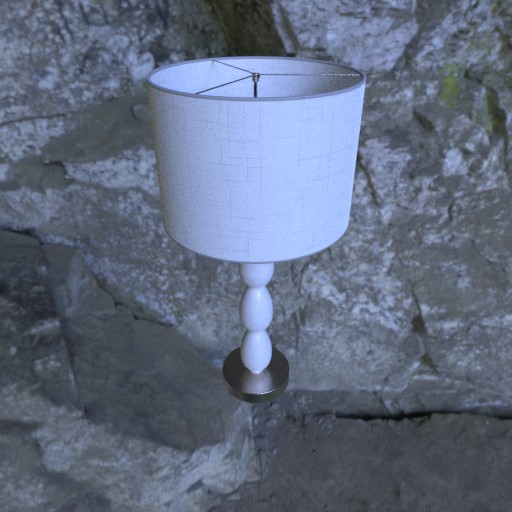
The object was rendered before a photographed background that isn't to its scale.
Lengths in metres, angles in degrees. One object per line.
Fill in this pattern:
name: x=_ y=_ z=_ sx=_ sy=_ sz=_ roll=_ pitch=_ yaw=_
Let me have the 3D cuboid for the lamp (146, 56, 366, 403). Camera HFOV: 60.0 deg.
lamp: x=0.000 y=0.000 z=0.721 sx=0.280 sy=0.559 sz=0.282 roll=0 pitch=32 yaw=0
